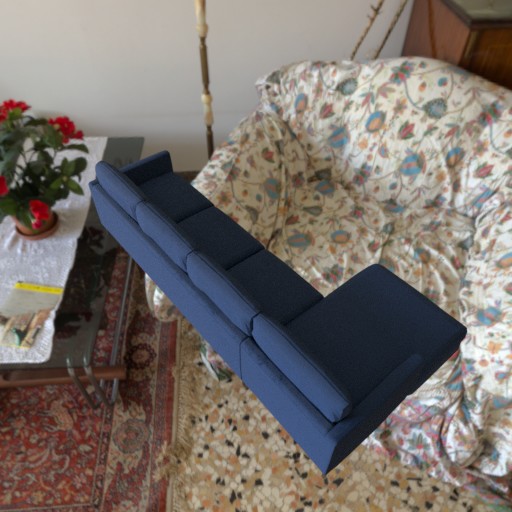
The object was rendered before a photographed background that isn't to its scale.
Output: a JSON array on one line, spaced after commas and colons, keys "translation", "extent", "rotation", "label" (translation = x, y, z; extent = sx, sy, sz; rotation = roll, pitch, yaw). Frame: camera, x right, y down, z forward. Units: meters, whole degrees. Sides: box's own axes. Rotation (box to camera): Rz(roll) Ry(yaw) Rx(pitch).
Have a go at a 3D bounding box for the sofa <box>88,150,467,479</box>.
[{"translation": [0.000, 0.000, 2.892], "extent": [1.128, 0.679, 2.450], "rotation": [-32, 54, -26], "label": "sofa"}]
